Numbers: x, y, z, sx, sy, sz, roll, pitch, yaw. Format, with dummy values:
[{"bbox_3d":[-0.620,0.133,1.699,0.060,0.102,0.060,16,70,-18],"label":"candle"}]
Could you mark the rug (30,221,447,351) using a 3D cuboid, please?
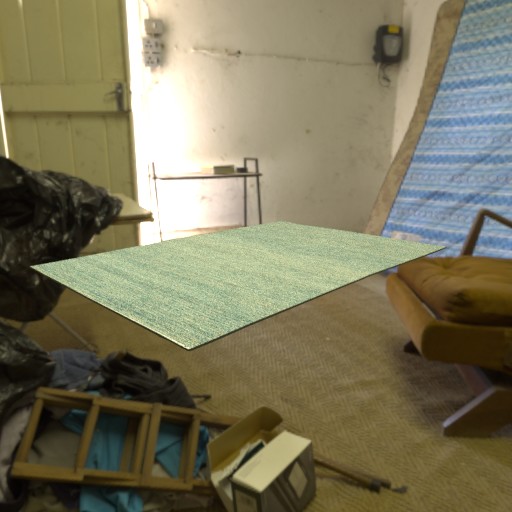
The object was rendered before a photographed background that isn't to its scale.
[{"bbox_3d":[0.000,0.000,5.179,2.802,0.052,4.078,14,20,43],"label":"rug"}]
